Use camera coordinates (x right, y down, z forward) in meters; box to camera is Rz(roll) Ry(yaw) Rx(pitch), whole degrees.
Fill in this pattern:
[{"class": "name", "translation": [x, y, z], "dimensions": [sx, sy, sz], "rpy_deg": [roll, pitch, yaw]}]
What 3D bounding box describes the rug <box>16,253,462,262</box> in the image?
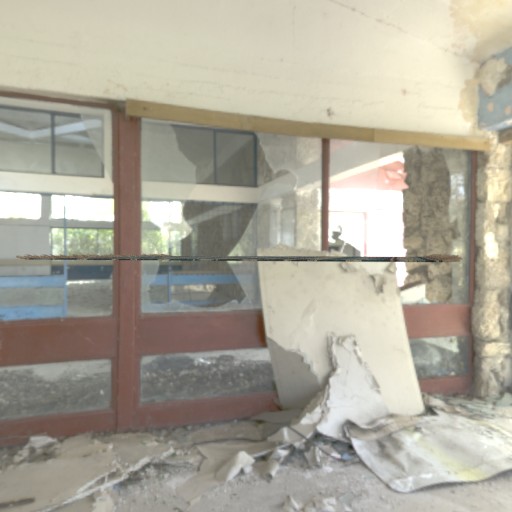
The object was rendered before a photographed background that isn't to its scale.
[{"class": "rug", "translation": [0.000, 0.000, 4.178], "dimensions": [3.307, 0.047, 2.418], "rpy_deg": [0, 1, 18]}]
